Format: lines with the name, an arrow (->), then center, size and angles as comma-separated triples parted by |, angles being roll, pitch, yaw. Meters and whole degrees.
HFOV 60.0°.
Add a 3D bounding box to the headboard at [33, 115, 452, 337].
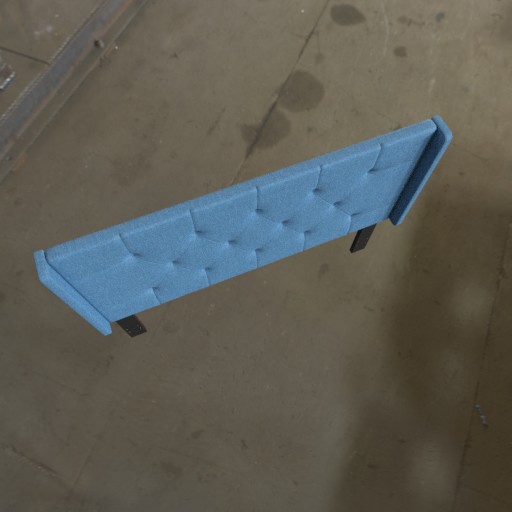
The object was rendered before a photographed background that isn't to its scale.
headboard -> 0.000, 0.000, 2.754 | 2.051, 1.524, 0.184 | -20, 67, -9
